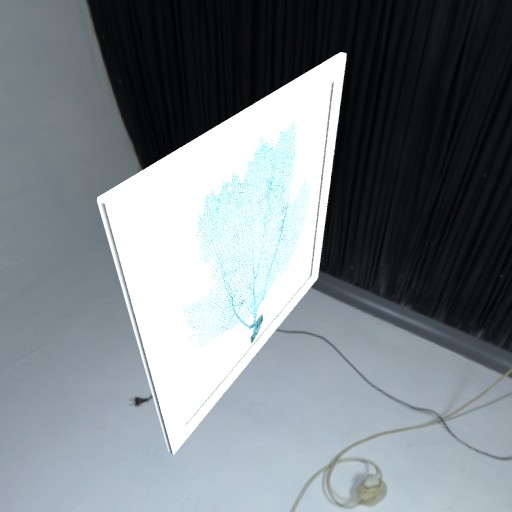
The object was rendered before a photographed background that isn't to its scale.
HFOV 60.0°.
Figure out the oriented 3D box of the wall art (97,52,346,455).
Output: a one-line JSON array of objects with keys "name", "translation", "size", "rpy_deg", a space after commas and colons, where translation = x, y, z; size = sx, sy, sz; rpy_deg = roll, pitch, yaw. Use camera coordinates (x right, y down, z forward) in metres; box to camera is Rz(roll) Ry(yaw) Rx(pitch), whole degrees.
[{"name": "wall art", "translation": [0.000, 0.000, 0.839], "size": [0.013, 0.584, 0.584], "rpy_deg": [24, 47, 25]}]
